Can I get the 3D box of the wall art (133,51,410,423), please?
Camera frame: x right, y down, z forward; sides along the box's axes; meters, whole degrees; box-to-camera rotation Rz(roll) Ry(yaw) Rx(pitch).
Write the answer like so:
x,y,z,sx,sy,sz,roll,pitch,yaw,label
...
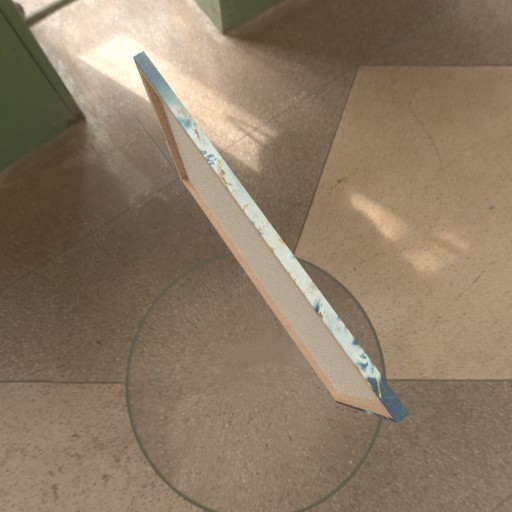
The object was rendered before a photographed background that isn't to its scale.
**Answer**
x,y,z,sx,sy,sz,roll,pitch,yaw,label
0.000,0.000,1.455,0.035,0.759,1.138,-34,77,-8,wall art
